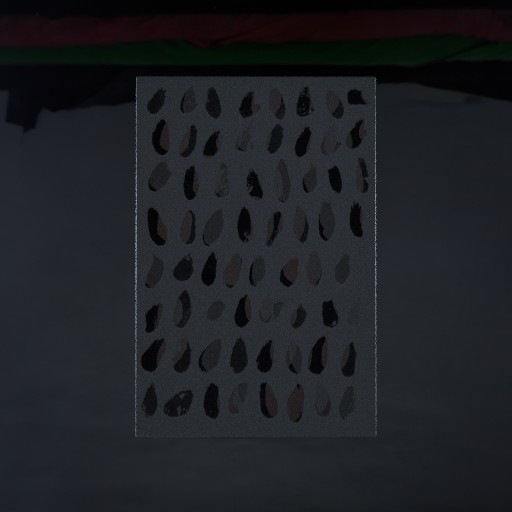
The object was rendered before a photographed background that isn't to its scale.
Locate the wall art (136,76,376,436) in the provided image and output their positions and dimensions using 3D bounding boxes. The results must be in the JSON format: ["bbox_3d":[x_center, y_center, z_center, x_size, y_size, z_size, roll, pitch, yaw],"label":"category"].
[{"bbox_3d":[0.000,0.000,0.760,0.405,0.608,0.025,0,0,0],"label":"wall art"}]
